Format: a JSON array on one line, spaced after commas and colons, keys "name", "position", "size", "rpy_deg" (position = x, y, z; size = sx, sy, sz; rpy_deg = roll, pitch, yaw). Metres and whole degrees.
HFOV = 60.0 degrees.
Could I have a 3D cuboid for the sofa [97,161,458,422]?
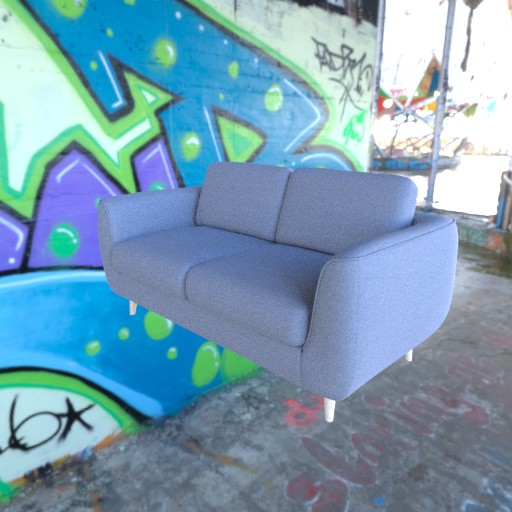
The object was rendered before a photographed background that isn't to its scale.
[{"name": "sofa", "position": [0.000, 0.000, 2.198], "size": [1.700, 0.850, 0.920], "rpy_deg": [15, 22, 43]}]
